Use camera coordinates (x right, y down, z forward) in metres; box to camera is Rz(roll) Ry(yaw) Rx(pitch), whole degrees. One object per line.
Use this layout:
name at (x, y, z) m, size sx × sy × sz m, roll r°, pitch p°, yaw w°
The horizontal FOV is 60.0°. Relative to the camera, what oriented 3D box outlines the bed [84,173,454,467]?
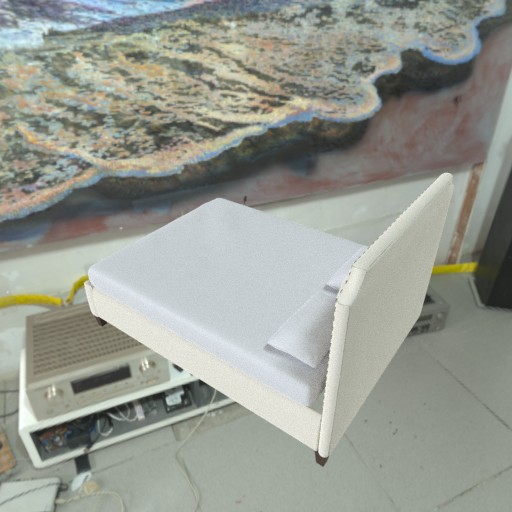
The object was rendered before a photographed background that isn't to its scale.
bed at (0.000, 0.000, 3.533) m, size 2.372 × 1.497 × 1.712 m, roll 22°, pitch 39°, yaw 30°
